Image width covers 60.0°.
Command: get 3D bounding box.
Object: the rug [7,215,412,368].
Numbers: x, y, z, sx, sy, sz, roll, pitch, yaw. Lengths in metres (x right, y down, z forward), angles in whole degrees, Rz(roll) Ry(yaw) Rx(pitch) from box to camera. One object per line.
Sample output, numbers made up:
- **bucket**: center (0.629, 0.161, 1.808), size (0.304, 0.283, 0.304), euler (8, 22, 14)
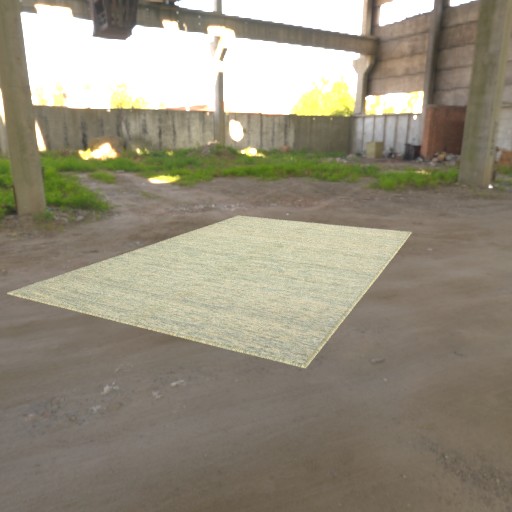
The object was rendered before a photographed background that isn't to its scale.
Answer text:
- **rug**: center (0.000, 0.000, 2.257), size (1.250, 0.015, 1.850), euler (8, 18, 26)
